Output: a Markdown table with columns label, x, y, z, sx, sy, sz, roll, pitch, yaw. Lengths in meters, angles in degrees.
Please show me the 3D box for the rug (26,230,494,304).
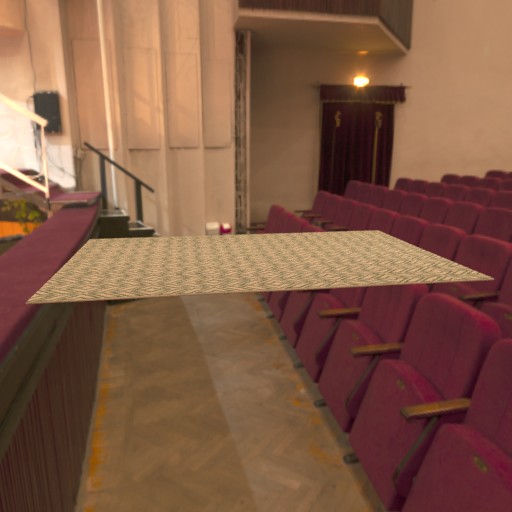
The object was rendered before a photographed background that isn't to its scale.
| label | x | y | z | sx | sy | sz | roll | pitch | yaw |
| --- | --- | --- | --- | --- | --- | --- | --- | --- | --- |
| rug | 0.000 | 0.000 | 2.993 | 2.435 | 0.011 | 1.517 | -2 | 14 | -9 |
